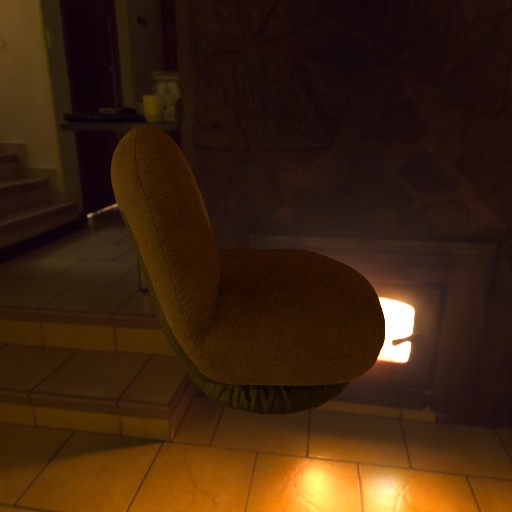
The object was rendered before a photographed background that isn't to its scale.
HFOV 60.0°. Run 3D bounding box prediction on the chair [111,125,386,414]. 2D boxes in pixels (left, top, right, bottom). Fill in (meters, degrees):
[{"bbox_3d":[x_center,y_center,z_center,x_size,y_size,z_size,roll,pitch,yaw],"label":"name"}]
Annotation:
[{"bbox_3d":[0.000,0.000,1.048,0.597,0.594,0.521,-3,17,-10],"label":"chair"}]
